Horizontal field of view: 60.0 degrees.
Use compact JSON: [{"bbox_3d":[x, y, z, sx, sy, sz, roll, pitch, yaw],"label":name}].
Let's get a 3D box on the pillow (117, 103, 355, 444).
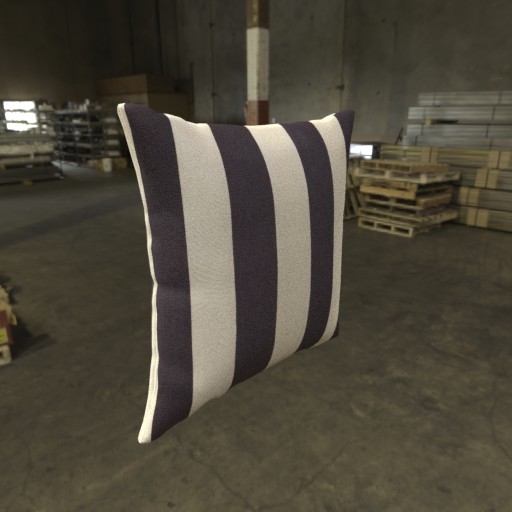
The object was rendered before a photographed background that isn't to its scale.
[{"bbox_3d":[0.000,0.000,0.822,0.536,0.526,0.189,-16,24,-42],"label":"pillow"}]
